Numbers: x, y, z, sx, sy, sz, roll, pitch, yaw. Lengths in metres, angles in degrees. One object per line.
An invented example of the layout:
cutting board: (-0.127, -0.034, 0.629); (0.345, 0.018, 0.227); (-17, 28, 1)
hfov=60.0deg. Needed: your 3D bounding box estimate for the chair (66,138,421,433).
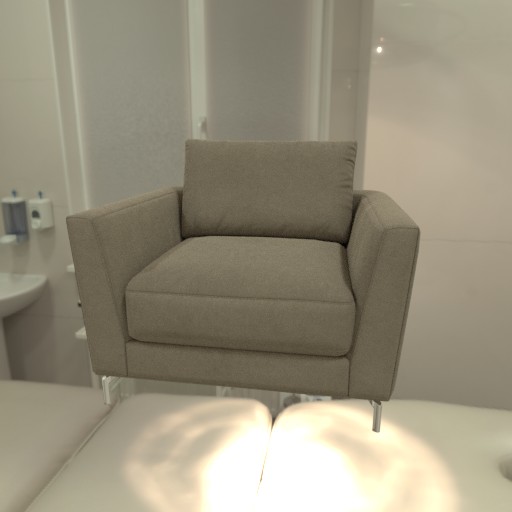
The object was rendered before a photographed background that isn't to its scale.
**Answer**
chair: (0.000, 0.000, 1.687); (1.041, 0.864, 0.889); (2, 15, 9)
